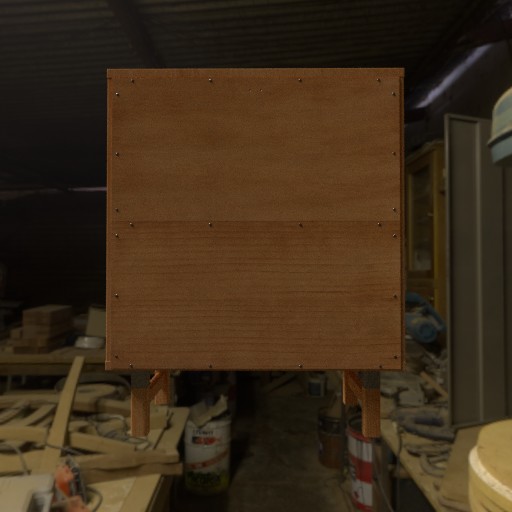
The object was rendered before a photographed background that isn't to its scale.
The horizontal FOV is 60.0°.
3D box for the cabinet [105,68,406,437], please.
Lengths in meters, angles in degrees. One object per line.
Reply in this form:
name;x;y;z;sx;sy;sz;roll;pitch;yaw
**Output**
cabinet;0.000;0.000;1.388;0.800;1.001;0.419;0;-1;0
